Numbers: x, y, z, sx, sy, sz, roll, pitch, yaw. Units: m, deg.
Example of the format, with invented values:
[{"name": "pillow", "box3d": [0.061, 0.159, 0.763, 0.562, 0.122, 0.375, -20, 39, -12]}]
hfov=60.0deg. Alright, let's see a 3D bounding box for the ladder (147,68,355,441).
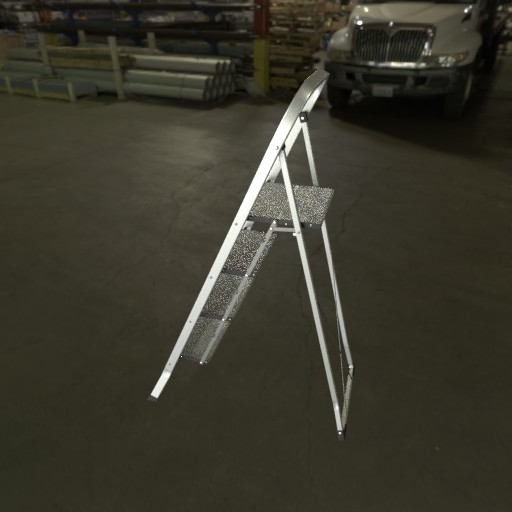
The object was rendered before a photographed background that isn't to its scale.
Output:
[{"name": "ladder", "box3d": [0.000, 0.000, 1.653, 0.830, 1.290, 0.465, 8, 31, 14]}]
